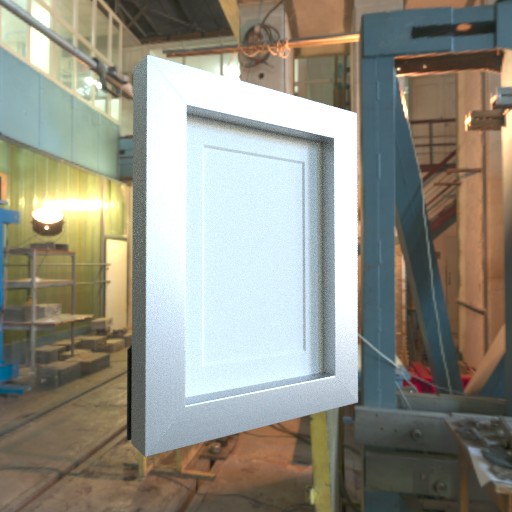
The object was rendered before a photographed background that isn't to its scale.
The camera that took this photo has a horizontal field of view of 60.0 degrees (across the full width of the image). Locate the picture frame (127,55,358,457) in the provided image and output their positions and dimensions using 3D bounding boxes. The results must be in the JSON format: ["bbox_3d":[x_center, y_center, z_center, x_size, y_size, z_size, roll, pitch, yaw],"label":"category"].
[{"bbox_3d":[0.000,0.000,0.285,0.157,0.208,0.028,1,-1,-35],"label":"picture frame"}]
